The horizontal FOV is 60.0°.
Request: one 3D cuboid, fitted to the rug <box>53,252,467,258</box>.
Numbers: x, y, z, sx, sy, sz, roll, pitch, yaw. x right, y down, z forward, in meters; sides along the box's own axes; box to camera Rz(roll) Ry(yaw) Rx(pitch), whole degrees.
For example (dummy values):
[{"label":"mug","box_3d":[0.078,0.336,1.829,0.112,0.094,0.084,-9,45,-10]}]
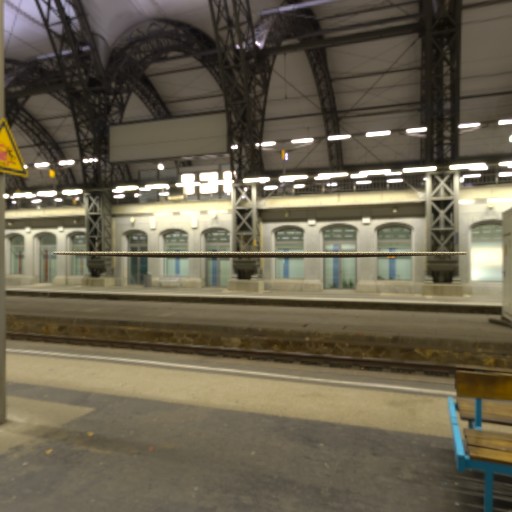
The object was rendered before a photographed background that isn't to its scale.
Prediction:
[{"label":"rug","box_3d":[0.000,0.000,4.121,2.441,0.015,3.050,0,-1,-1]}]
